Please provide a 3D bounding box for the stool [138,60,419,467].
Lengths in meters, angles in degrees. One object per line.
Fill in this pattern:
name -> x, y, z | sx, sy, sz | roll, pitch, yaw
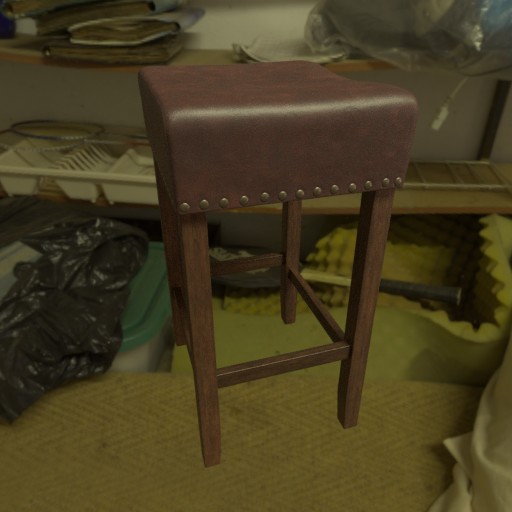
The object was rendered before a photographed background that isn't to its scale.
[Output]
stool -> 0.000, 0.000, 1.007 | 0.401, 0.769, 0.465 | -9, 31, -15
